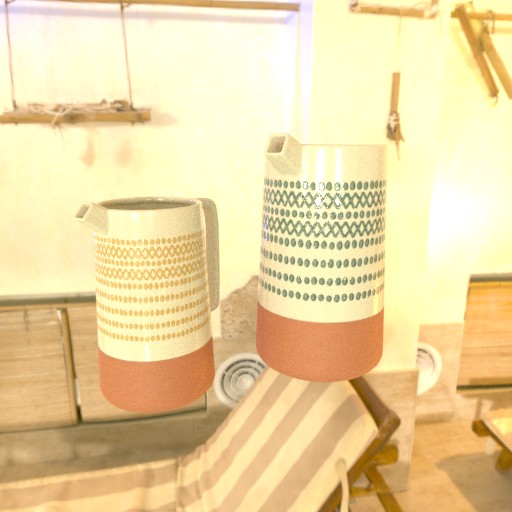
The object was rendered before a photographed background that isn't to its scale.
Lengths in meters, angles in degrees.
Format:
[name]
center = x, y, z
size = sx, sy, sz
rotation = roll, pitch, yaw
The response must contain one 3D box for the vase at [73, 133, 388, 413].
[vase]
center = 0.000, 0.000, 0.465
size = 0.326, 0.247, 0.168
rotation = -3, 15, -10
